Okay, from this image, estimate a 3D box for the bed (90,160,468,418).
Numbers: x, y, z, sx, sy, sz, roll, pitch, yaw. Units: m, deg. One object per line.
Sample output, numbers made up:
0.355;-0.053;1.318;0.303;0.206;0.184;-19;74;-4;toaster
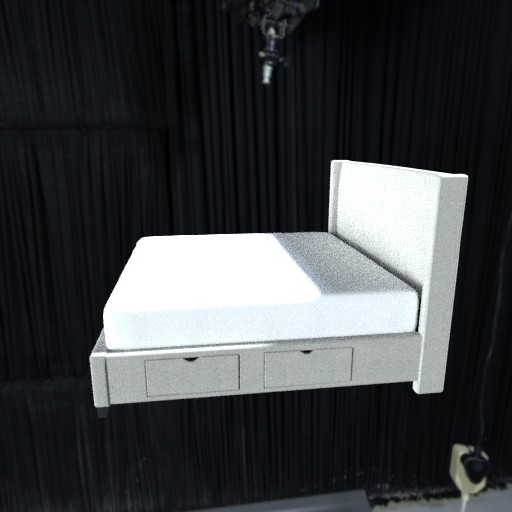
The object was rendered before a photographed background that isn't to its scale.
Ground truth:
0.000;0.000;3.703;2.280;1.470;2.140;-2;15;-8;bed
